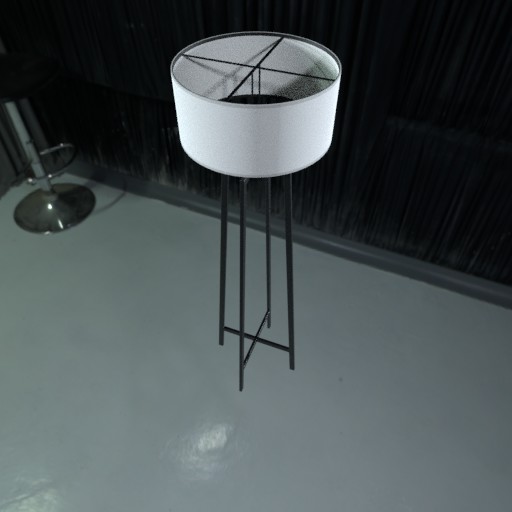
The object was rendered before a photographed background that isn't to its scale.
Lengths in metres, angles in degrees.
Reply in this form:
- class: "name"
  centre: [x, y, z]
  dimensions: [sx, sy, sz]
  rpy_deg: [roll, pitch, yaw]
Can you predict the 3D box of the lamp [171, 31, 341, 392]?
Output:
- class: "lamp"
  centre: [0.000, 0.000, 1.745]
  dimensions: [0.456, 1.510, 0.457]
  rpy_deg: [16, 49, 14]
